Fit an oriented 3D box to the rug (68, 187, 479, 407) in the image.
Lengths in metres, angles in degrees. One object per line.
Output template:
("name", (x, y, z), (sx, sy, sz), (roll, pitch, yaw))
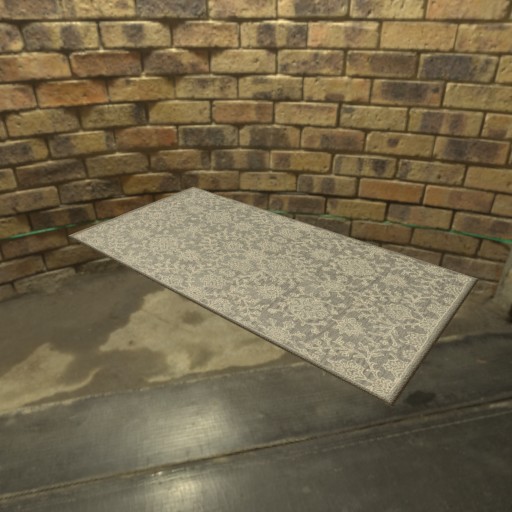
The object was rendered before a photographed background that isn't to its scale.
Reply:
("rug", (0.000, 0.000, 3.630), (3.048, 0.011, 1.546), (22, 36, 33))
